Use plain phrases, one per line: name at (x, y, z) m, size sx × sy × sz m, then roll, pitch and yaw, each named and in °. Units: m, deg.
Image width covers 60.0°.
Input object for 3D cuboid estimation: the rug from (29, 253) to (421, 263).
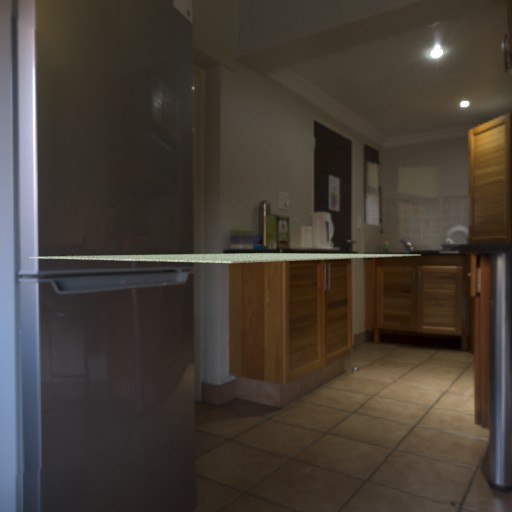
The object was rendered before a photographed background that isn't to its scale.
rug at (0.000, 0.000, 2.276) m, size 1.143 × 0.006 × 1.747 m, roll 1°, pitch 1°, yaw 37°
